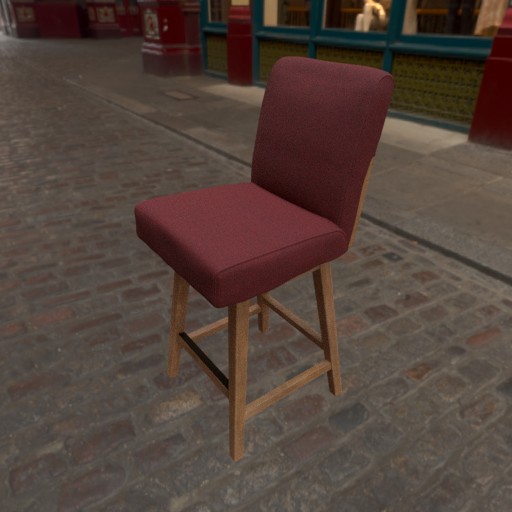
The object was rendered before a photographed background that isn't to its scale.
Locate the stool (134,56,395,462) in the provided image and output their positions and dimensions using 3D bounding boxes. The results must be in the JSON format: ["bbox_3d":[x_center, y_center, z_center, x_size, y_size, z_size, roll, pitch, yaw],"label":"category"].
[{"bbox_3d":[0.000,0.000,1.324,0.562,1.038,0.468,-20,36,-31],"label":"stool"}]
